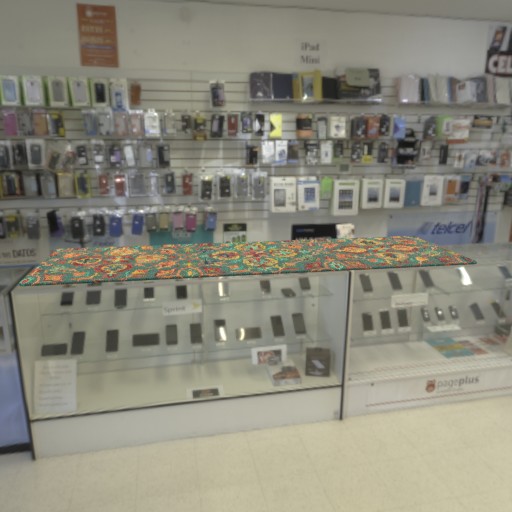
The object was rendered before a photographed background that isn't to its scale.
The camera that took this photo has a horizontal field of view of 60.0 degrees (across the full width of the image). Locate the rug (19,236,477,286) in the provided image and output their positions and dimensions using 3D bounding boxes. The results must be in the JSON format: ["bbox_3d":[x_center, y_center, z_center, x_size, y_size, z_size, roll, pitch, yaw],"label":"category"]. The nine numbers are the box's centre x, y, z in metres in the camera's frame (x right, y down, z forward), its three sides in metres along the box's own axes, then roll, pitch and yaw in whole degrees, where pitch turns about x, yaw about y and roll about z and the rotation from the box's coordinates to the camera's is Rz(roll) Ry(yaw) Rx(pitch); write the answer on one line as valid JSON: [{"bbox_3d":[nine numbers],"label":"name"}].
[{"bbox_3d":[0.000,0.000,2.492,2.286,0.013,0.686,-2,15,-9],"label":"rug"}]
